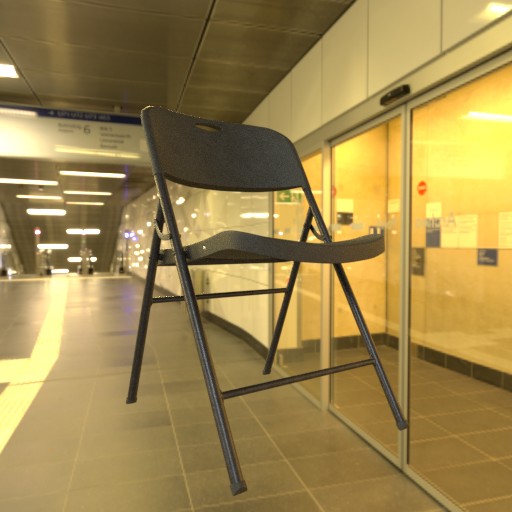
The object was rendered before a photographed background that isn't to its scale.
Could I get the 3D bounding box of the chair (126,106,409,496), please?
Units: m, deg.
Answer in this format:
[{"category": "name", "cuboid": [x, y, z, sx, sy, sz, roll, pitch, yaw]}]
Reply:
[{"category": "chair", "cuboid": [0.000, 0.000, 1.120, 0.494, 0.810, 0.566, -1, 2, -35]}]
